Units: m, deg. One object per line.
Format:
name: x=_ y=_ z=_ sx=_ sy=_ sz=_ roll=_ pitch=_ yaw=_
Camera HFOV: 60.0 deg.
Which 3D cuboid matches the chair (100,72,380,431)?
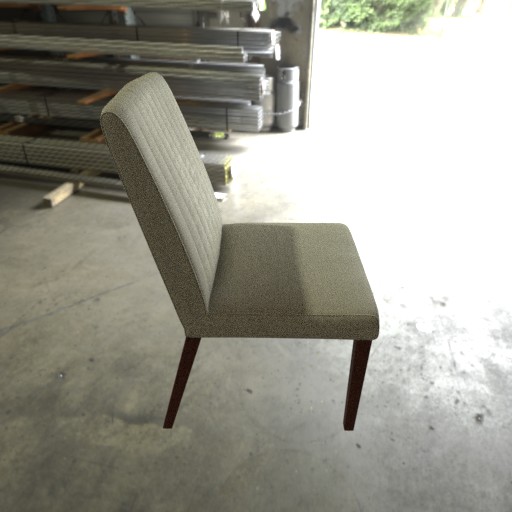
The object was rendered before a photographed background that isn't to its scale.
chair: x=0.000 y=0.000 z=1.214 sx=0.594 sy=0.900 sz=0.480 roll=0 pitch=31 yaw=1
